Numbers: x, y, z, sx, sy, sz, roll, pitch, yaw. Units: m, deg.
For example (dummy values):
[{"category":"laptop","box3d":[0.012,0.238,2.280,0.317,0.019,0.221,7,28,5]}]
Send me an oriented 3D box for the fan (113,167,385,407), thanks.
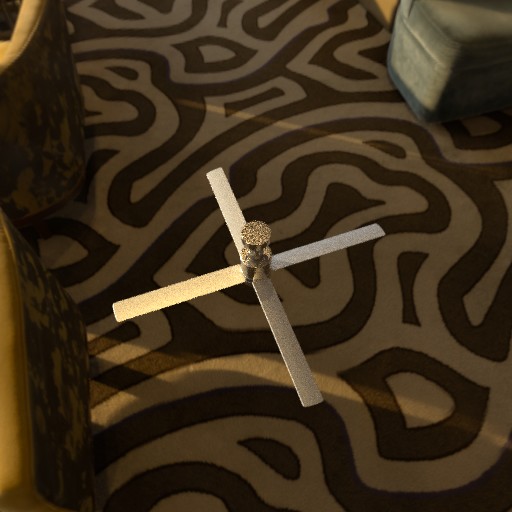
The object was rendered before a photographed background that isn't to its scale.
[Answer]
[{"category":"fan","box3d":[0.000,0.000,1.974,1.322,0.355,1.322,-17,59,-11]}]
